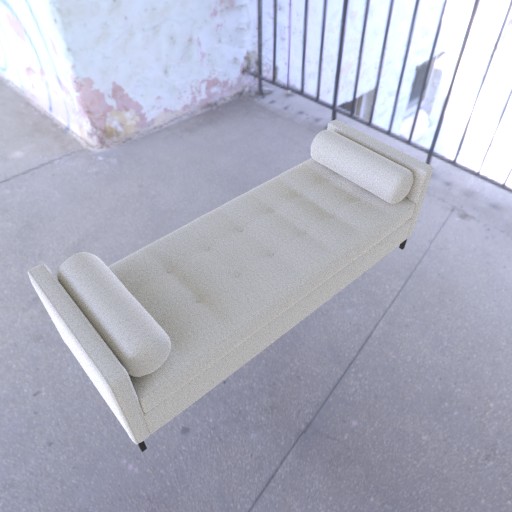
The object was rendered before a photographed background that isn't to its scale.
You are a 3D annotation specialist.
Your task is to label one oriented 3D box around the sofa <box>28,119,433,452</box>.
[{"bbox_3d":[0.000,0.000,2.364,1.985,0.641,0.746,-32,53,-28],"label":"sofa"}]
